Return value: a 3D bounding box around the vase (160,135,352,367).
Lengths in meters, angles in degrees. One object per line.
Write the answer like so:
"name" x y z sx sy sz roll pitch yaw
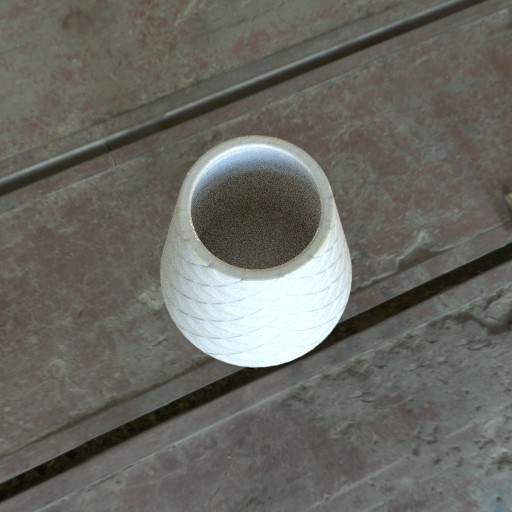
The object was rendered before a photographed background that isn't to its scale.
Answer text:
"vase" 0.000 0.000 0.359 0.175 0.230 0.175 0 76 0
